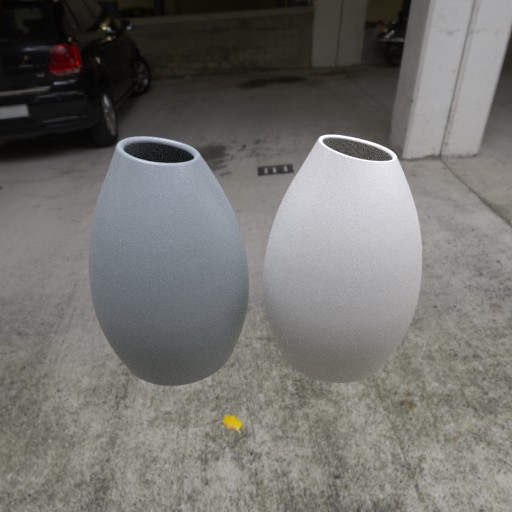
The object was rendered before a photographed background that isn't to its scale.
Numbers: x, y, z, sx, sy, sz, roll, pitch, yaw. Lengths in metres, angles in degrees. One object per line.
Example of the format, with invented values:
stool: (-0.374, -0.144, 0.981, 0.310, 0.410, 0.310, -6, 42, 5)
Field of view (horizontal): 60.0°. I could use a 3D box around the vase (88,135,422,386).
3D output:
vase: (0.000, 0.000, 0.250, 0.187, 0.131, 0.089, -1, 32, -1)
